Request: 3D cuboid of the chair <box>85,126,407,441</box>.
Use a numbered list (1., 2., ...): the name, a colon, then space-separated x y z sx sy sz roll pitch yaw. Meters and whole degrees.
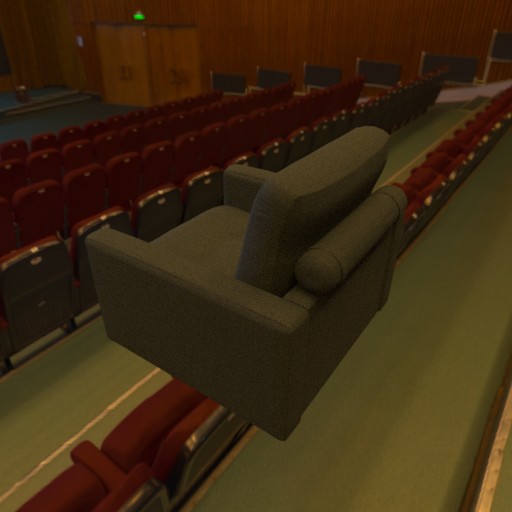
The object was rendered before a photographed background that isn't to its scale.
1. chair: 0.000 0.000 1.575 0.843 0.880 0.821 20 37 29
